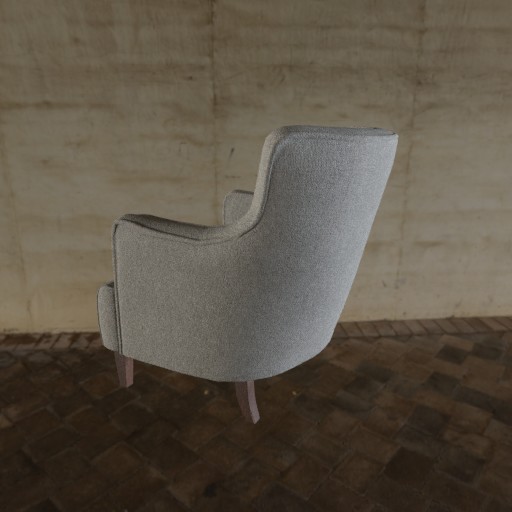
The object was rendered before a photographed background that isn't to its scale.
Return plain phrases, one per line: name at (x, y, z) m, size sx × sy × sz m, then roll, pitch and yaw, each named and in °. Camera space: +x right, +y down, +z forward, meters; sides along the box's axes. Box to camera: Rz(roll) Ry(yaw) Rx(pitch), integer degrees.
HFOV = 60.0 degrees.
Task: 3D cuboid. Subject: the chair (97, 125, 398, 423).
chair at (0.000, 0.000, 1.611) m, size 0.910 × 0.920 × 0.820 m, roll 8°, pitch 18°, yaw 26°
